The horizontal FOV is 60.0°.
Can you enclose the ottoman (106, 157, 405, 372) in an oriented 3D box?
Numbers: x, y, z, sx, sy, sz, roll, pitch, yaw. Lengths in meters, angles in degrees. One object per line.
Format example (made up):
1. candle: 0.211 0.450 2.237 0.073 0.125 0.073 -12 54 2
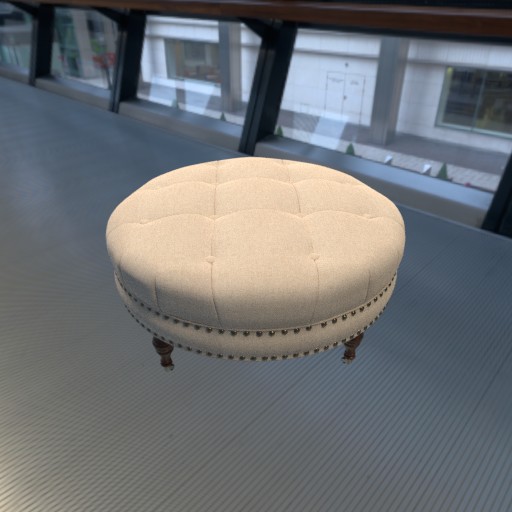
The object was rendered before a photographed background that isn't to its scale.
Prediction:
1. ottoman: 0.000 0.000 1.501 0.940 0.483 0.940 0 31 0
